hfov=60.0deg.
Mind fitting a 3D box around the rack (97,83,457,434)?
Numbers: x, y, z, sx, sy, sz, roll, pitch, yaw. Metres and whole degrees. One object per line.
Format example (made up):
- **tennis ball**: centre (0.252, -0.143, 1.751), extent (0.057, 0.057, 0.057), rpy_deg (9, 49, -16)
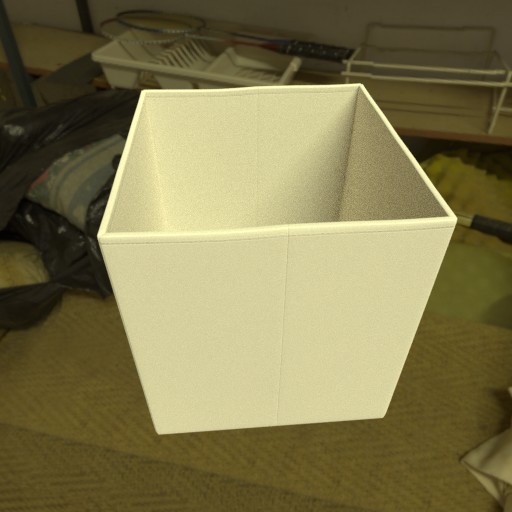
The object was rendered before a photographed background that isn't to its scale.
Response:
- **rack**: centre (0.000, 0.000, 0.496), extent (0.270, 0.280, 0.270), rpy_deg (-3, 41, -3)
